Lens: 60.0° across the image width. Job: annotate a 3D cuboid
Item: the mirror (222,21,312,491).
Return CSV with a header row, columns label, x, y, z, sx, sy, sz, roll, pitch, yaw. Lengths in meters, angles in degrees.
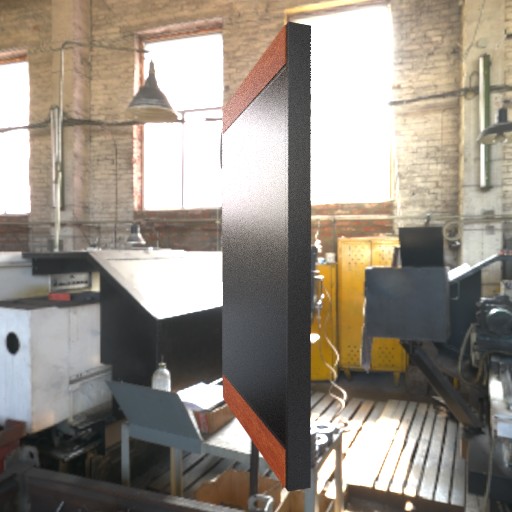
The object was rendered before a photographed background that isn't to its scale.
label,x,y,z,sx,sy,sz,roll,pitch,yaw
mirror,0.000,0.000,1.032,0.047,0.823,0.525,0,1,-17
